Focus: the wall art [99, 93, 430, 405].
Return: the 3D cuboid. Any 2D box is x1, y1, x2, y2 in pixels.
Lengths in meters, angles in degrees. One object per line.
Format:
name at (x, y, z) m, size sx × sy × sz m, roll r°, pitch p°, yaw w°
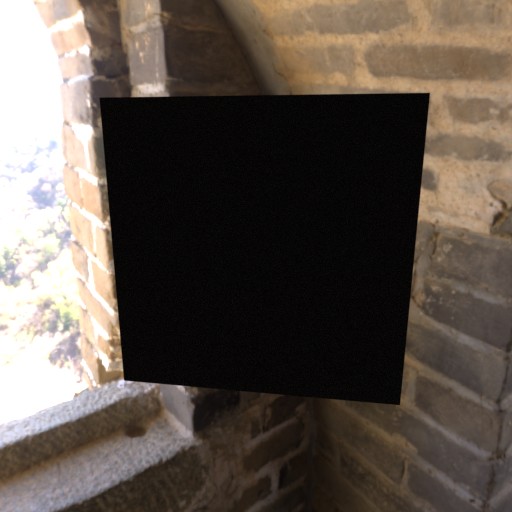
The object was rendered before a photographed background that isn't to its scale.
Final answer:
wall art at (0.000, 0.000, 0.671) m, size 0.456 × 0.458 × 0.013 m, roll 2°, pitch 15°, yaw 9°
